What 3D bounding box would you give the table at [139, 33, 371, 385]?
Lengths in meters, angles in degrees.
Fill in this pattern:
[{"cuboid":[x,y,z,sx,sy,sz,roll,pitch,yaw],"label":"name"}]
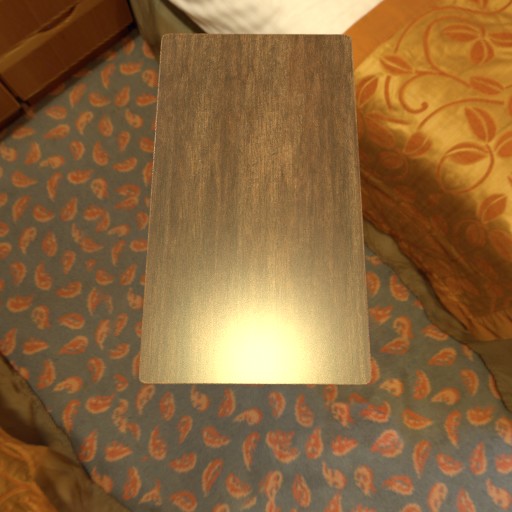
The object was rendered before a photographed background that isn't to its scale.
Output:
[{"cuboid":[0.000,0.000,0.845,0.254,0.637,0.450,0,76,0],"label":"table"}]
